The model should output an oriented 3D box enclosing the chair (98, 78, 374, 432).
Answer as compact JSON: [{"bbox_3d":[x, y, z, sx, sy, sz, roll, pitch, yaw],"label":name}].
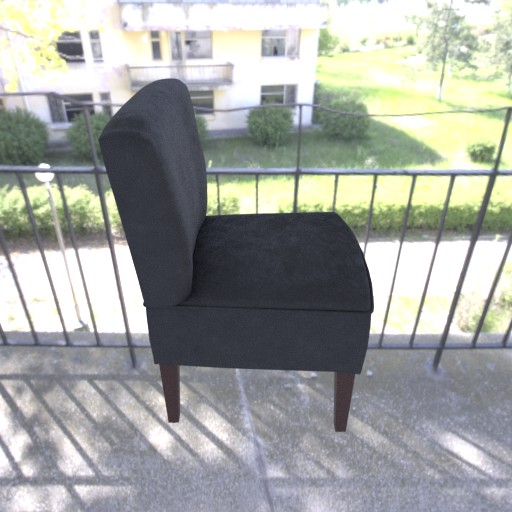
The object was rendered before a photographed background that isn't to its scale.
[{"bbox_3d":[0.000,0.000,1.153,0.554,0.806,0.521,0,31,0],"label":"chair"}]
